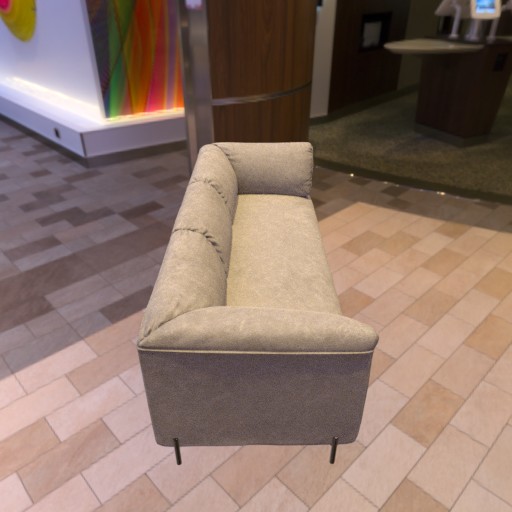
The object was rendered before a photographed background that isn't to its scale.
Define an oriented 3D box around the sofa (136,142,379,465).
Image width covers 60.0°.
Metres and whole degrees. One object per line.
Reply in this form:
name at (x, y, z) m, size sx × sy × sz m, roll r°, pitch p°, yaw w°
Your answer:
sofa at (0.000, 0.000, 2.668) m, size 0.899 × 0.758 × 2.238 m, roll 0°, pitch 32°, yaw 0°
